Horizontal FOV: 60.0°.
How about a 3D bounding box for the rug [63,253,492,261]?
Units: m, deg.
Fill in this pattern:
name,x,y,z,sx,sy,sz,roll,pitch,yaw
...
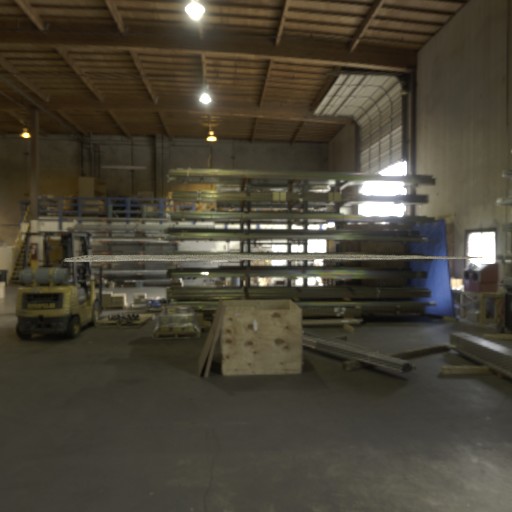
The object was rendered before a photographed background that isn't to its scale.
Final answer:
name,x,y,z,sx,sy,sz,roll,pitch,yaw
rug,0.000,0.000,3.292,2.455,0.025,1.964,0,1,-17
